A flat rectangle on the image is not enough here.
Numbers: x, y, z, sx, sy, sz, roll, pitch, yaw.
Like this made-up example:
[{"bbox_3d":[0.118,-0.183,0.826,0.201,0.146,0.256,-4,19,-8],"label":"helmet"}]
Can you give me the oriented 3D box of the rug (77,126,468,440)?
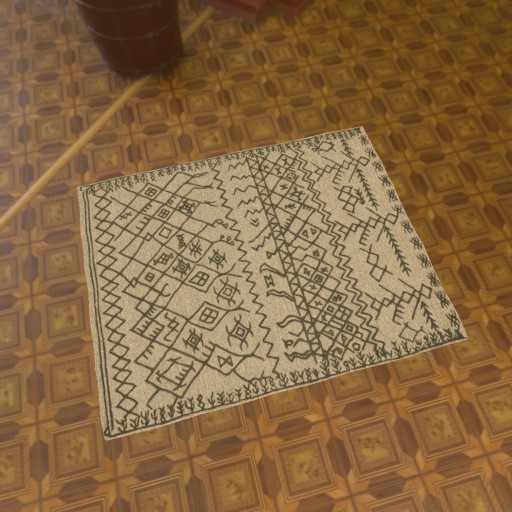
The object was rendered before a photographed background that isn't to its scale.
[{"bbox_3d":[0.000,0.000,3.260,2.455,0.025,1.964,-14,64,-7],"label":"rug"}]
